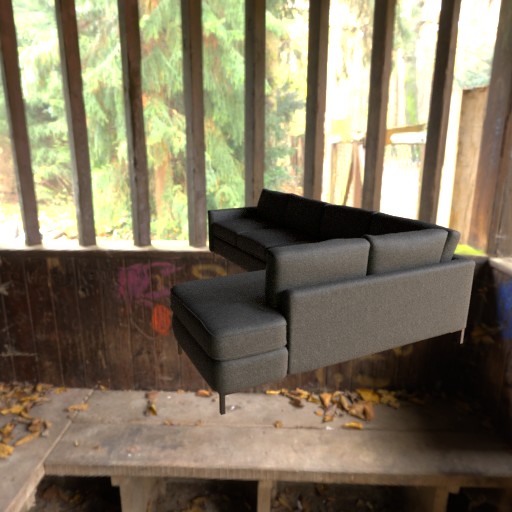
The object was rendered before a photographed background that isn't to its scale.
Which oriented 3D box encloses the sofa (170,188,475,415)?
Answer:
[{"bbox_3d":[0.000,0.000,3.921,1.984,0.858,2.972,-7,17,-26],"label":"sofa"}]
